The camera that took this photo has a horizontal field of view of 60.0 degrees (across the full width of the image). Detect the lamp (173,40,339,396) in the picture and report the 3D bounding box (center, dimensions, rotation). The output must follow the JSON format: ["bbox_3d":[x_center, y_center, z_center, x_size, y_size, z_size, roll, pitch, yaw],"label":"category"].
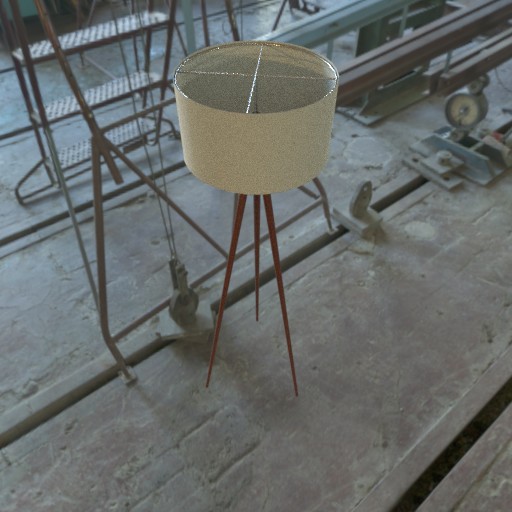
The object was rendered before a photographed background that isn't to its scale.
[{"bbox_3d":[0.000,0.000,1.856,0.483,1.553,0.483,4,47,4],"label":"lamp"}]
